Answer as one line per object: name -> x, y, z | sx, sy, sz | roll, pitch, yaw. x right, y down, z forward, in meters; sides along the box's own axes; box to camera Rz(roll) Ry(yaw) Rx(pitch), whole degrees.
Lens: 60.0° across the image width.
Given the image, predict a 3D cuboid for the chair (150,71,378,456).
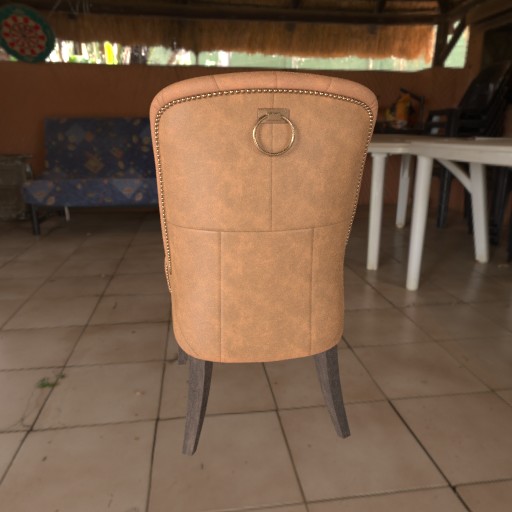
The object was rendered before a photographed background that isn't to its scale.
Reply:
chair -> 0.000, 0.000, 1.491 | 0.634, 1.091, 0.629 | -3, 16, -9
